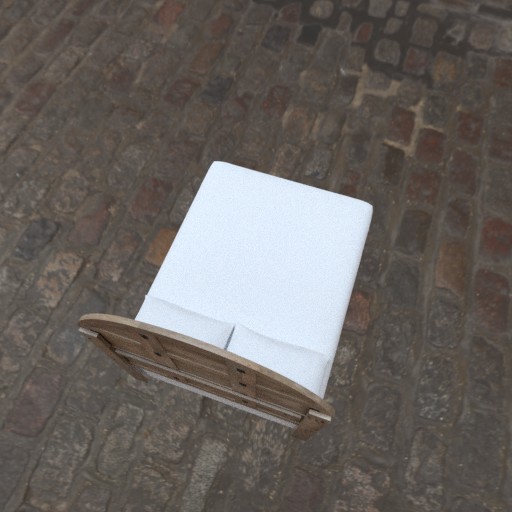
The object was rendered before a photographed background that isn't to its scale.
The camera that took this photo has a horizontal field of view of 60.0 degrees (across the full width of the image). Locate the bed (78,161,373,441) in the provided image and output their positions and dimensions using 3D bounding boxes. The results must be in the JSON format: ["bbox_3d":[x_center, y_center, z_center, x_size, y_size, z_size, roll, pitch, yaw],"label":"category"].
[{"bbox_3d":[0.000,0.000,3.446,1.713,2.002,2.112,17,64,9],"label":"bed"}]
